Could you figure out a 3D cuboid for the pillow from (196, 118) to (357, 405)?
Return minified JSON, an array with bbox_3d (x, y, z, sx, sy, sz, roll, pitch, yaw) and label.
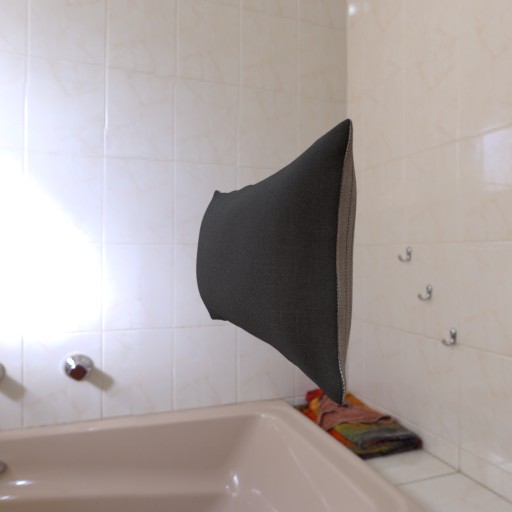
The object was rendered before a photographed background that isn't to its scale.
[{"bbox_3d":[0.000,0.000,0.740,0.151,0.305,0.609,0,0,-18],"label":"pillow"}]
